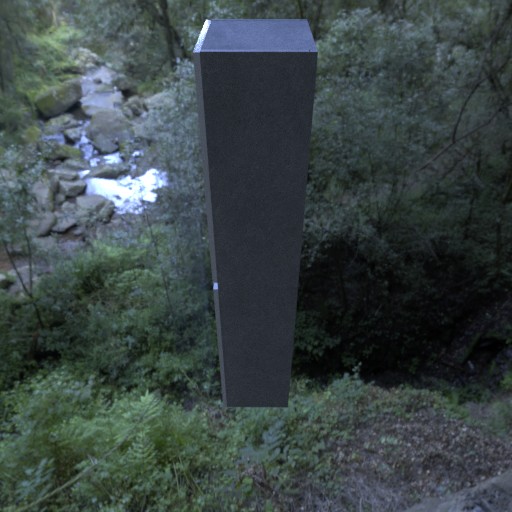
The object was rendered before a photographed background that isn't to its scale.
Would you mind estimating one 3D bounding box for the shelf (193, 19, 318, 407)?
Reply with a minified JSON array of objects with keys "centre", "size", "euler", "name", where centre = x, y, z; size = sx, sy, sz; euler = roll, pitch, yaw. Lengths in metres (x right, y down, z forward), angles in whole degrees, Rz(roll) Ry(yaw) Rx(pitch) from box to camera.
[{"centre":[0.000,0.000,1.520],"size":[0.270,1.400,0.300],"euler":[0,40,0],"name":"shelf"}]
